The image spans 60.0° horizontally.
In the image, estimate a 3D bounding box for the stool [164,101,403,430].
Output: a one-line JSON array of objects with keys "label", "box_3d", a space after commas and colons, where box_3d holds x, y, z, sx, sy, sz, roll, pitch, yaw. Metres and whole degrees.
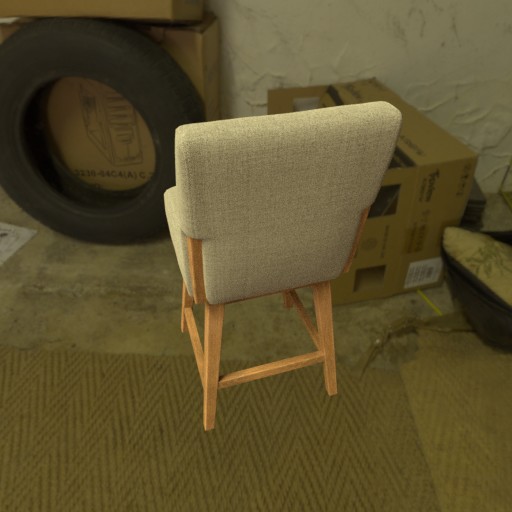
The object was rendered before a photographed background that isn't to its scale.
[{"label": "stool", "box_3d": [0.000, 0.000, 1.283, 0.459, 1.010, 0.526, -11, 40, -13]}]
